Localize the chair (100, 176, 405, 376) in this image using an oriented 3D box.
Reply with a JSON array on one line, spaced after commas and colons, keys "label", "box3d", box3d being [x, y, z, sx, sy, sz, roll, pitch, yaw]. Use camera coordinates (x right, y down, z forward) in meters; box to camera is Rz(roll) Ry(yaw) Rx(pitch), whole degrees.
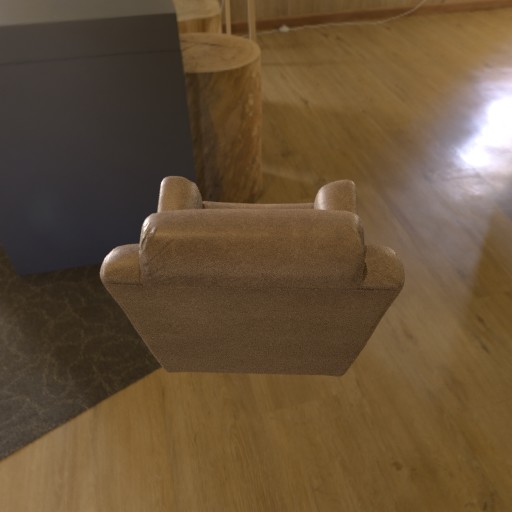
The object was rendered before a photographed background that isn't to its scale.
[{"label": "chair", "box3d": [0.000, 0.000, 1.932, 0.965, 1.116, 1.068, 1, 46, 1]}]
